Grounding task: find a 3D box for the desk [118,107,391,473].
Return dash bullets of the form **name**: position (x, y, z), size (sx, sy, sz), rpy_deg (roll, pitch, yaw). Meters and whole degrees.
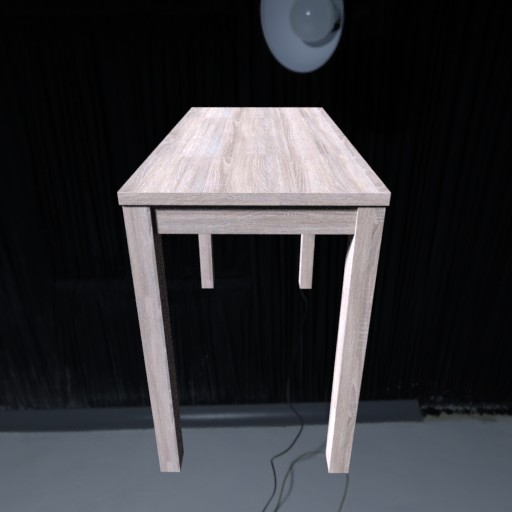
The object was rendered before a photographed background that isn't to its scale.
- **desk**: position (0.000, 0.000, 1.416), size (0.495, 0.762, 0.991), rpy_deg (0, 27, 0)
